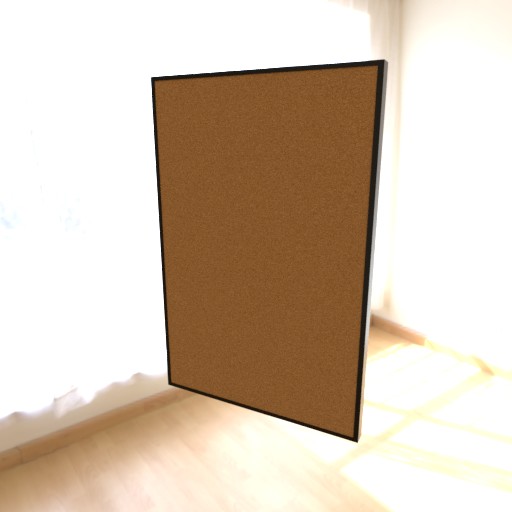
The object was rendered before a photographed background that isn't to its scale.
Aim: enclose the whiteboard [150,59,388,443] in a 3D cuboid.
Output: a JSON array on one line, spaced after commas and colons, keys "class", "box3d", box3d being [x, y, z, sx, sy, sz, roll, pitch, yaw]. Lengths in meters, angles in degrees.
[{"class": "whiteboard", "box3d": [0.000, 0.000, 0.781, 0.406, 0.611, 0.026, 8, 17, 26]}]
